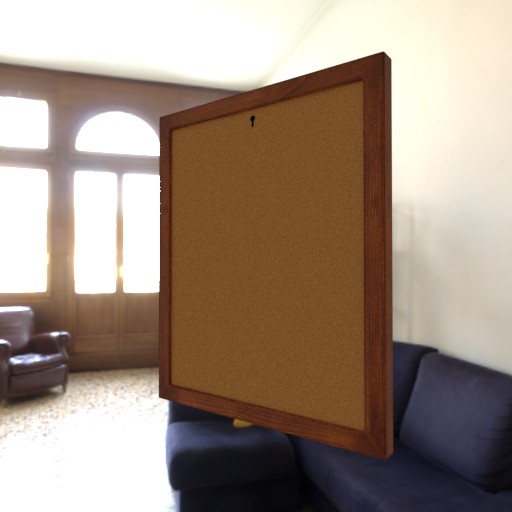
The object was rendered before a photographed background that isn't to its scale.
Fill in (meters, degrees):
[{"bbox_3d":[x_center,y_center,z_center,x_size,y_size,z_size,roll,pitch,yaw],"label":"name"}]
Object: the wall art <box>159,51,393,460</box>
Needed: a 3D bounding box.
[{"bbox_3d":[0.000,0.000,0.754,0.462,0.558,0.030,-1,-1,37],"label":"wall art"}]
